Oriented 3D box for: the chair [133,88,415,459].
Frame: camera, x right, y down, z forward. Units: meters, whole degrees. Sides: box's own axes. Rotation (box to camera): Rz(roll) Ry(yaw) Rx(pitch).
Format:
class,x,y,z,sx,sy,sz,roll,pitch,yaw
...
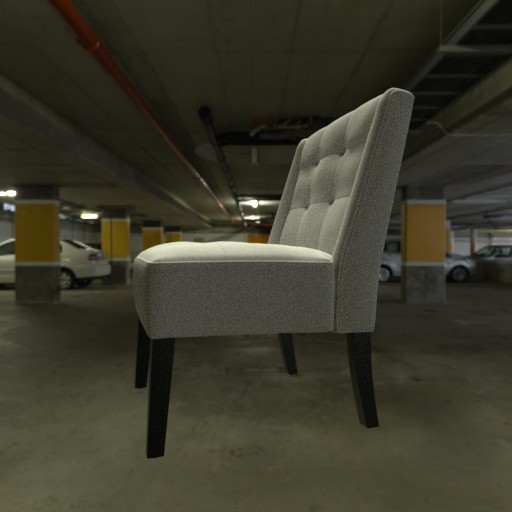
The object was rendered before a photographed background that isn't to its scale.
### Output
class,x,y,z,sx,sy,sz,roll,pitch,yaw
chair,0.000,0.000,1.279,0.676,0.853,0.569,0,1,-18
